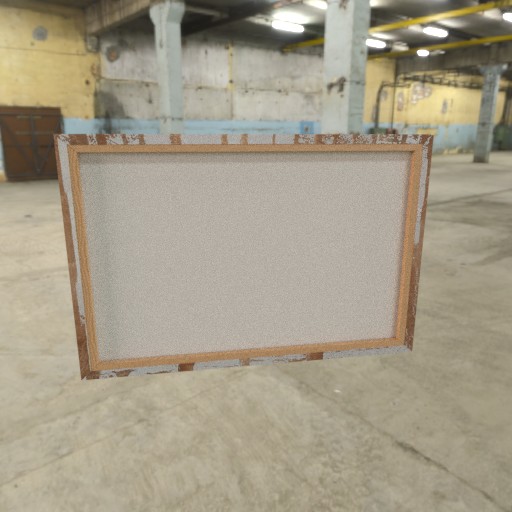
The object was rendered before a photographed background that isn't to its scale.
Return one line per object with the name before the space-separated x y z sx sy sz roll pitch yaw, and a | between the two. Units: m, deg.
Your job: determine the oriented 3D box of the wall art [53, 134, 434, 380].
wall art | 0.000 0.000 1.149 0.914 0.609 0.035 -3 15 -10
